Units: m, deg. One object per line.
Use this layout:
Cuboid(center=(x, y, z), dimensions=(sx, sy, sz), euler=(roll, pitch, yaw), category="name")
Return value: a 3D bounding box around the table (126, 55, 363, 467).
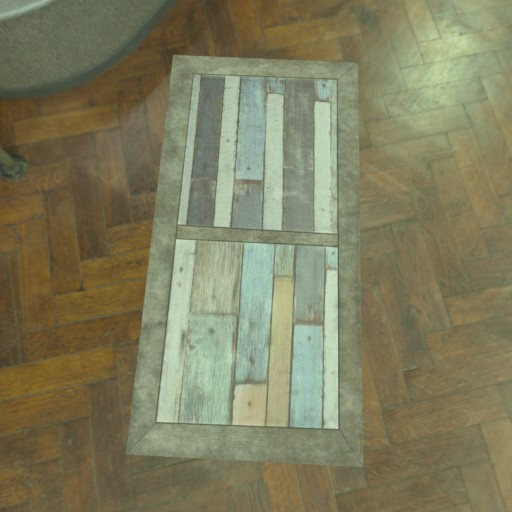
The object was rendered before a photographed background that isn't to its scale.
Cuboid(center=(0.000, 0.000, 1.523), dimensions=(0.610, 0.470, 1.219), euler=(3, 75, 1), category="table")
